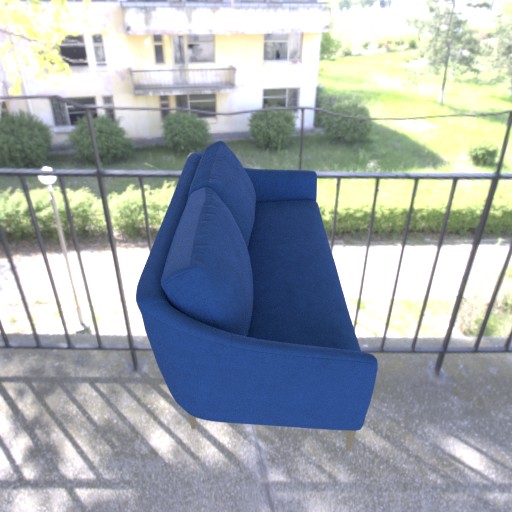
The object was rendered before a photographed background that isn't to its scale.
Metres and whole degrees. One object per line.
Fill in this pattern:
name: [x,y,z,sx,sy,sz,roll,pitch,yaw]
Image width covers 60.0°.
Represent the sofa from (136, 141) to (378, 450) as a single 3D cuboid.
sofa: [0.000,0.000,2.609,0.960,0.903,2.036,0,31,0]
